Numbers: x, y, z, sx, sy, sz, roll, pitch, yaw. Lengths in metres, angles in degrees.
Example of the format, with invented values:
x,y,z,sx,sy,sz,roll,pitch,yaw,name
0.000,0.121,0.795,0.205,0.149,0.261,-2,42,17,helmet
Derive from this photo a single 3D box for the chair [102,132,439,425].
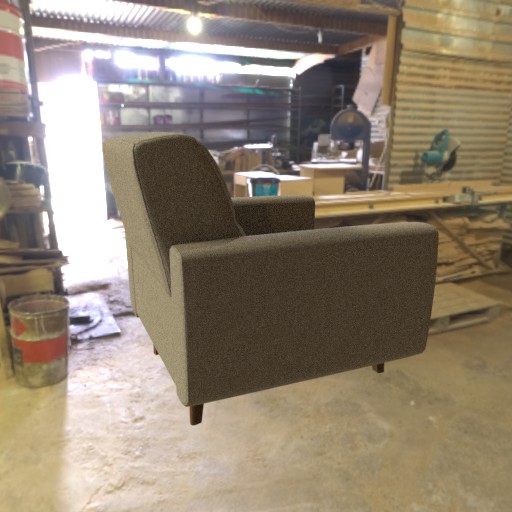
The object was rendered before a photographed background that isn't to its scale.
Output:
x,y,z,sx,sy,sz,roll,pitch,yaw,name
0.000,0.000,1.556,0.907,0.839,0.831,-7,17,-24,chair
